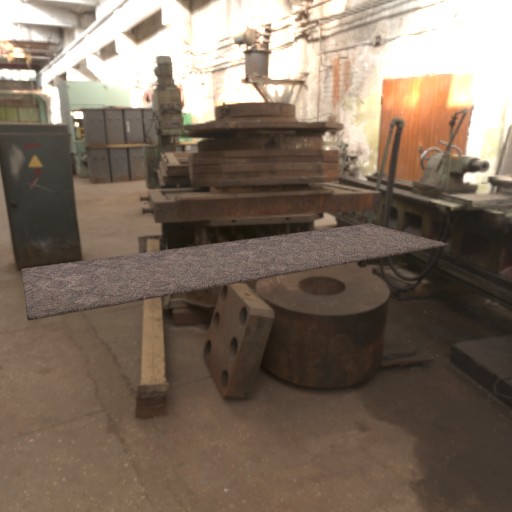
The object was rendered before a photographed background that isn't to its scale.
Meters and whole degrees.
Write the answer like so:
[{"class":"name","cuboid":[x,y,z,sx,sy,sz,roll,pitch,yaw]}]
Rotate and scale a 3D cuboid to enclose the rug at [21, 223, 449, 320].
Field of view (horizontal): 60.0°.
[{"class":"rug","cuboid":[0.000,0.000,2.450,2.296,0.011,0.691,-9,18,-27]}]
